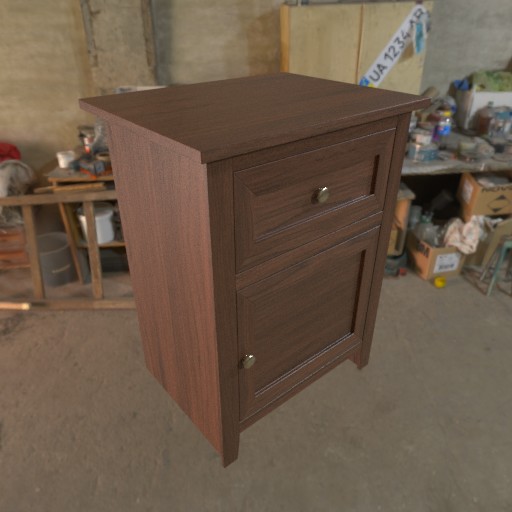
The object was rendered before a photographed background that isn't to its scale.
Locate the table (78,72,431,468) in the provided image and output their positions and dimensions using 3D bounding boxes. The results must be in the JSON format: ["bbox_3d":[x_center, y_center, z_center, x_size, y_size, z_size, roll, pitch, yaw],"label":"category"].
[{"bbox_3d":[0.000,0.000,0.930,0.480,0.636,0.381,-23,38,-33],"label":"table"}]
